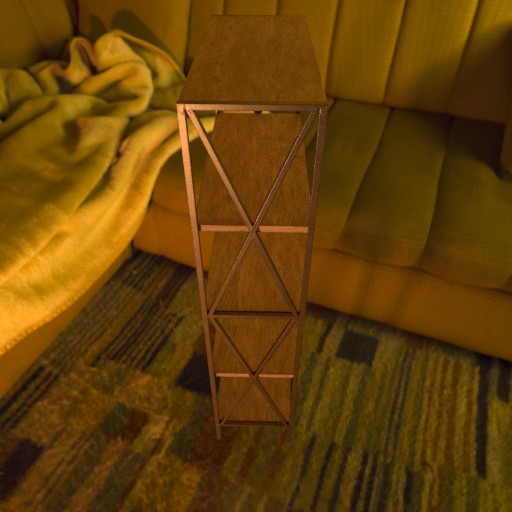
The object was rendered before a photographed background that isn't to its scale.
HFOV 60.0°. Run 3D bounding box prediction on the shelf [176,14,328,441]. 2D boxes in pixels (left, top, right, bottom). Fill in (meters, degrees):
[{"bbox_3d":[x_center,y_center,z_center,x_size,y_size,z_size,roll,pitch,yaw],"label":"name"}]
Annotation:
[{"bbox_3d":[0.000,0.000,2.046,0.386,1.803,0.874,1,42,1],"label":"shelf"}]
